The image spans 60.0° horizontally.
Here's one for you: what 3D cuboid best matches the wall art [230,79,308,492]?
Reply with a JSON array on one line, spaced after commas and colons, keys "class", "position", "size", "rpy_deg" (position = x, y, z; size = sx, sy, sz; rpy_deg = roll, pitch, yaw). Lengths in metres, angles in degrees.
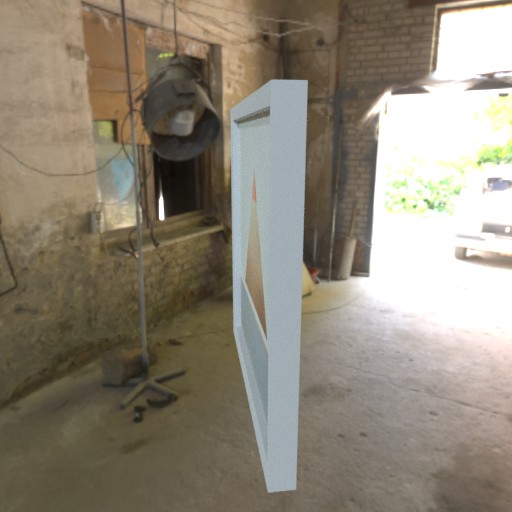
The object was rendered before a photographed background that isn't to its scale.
[{"class": "wall art", "position": [0.000, 0.000, 1.936], "size": [0.098, 1.291, 1.289], "rpy_deg": [-2, 15, -8]}]
